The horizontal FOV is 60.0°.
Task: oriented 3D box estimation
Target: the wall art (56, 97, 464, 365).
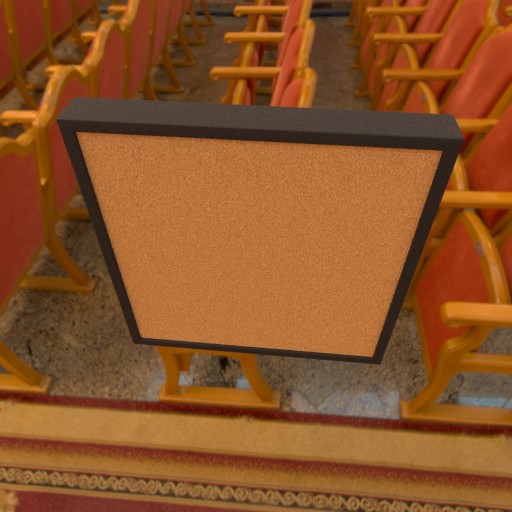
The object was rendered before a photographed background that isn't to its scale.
[{"bbox_3d":[0.000,0.000,0.449,0.305,0.305,0.037,4,45,4],"label":"wall art"}]
